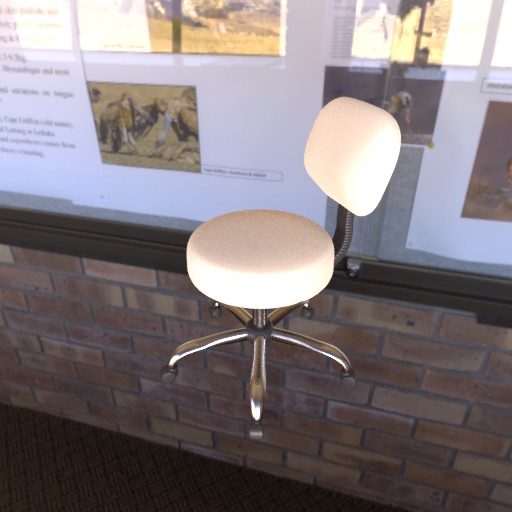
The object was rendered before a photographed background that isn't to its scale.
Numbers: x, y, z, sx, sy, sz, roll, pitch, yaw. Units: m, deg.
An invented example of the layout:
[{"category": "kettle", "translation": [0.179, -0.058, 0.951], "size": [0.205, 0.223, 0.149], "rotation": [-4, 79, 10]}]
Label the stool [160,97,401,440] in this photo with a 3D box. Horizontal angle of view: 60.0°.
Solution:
[{"category": "stool", "translation": [0.000, 0.000, 1.261], "size": [0.616, 0.810, 0.609], "rotation": [-8, 31, -14]}]
